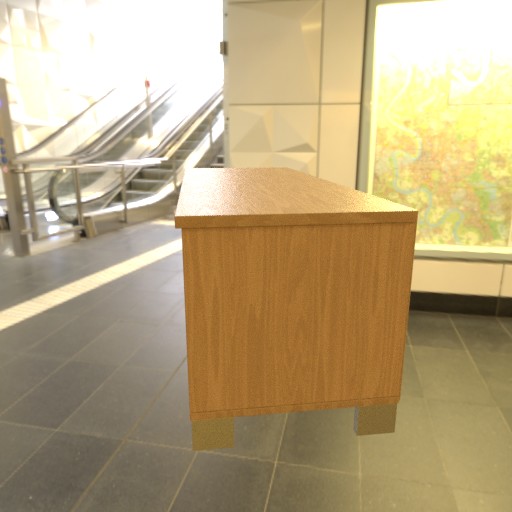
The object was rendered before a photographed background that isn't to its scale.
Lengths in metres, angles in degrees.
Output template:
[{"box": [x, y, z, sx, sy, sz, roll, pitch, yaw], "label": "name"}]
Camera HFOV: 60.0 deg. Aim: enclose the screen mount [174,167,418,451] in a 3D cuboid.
[{"box": [0.000, 0.000, 1.288, 0.406, 0.432, 1.084, -2, 15, -8], "label": "screen mount"}]
